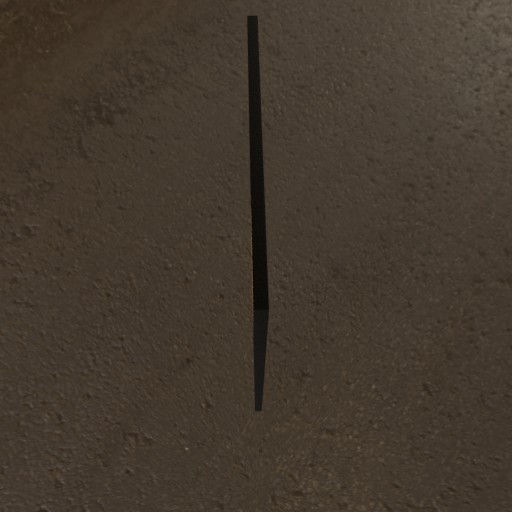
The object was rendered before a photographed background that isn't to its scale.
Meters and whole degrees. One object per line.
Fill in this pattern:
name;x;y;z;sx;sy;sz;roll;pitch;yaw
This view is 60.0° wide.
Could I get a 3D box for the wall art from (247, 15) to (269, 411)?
wall art;0.000;0.000;0.590;0.011;0.459;0.326;-1;62;-1
